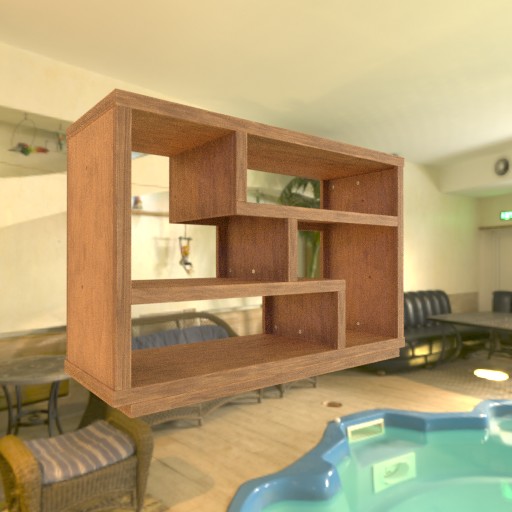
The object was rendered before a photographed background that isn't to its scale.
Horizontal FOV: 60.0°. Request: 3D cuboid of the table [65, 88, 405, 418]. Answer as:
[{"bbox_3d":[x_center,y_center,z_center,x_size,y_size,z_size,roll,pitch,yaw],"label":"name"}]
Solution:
[{"bbox_3d":[0.000,0.000,1.536,1.151,0.771,0.410,0,0,-38],"label":"table"}]
